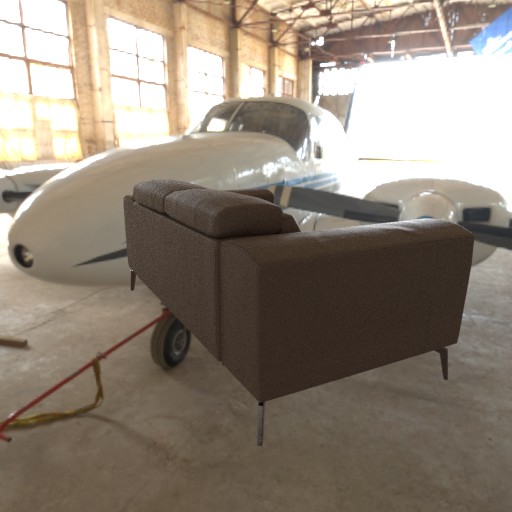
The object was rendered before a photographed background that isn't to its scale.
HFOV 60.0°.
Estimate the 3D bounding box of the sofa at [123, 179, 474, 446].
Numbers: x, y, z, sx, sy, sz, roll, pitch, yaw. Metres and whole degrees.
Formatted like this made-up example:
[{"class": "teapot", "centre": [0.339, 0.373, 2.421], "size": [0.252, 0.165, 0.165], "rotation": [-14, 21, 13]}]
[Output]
[{"class": "sofa", "centre": [0.000, 0.000, 2.380], "size": [1.003, 0.779, 1.895], "rotation": [-7, 16, -27]}]
